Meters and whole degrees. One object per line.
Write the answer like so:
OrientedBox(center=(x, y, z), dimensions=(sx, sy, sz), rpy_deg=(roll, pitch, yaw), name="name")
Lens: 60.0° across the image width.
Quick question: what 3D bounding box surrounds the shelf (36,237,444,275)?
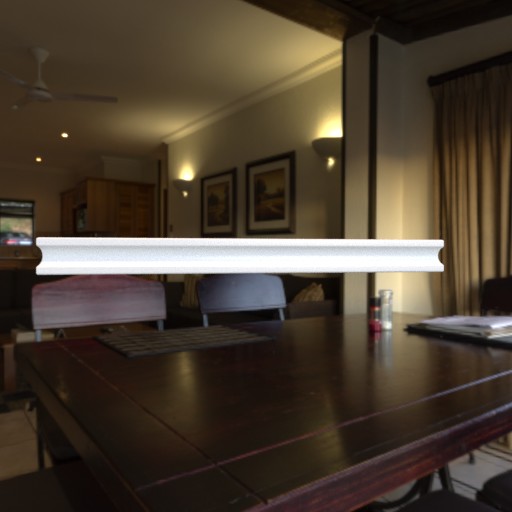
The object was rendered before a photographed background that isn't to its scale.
OrientedBox(center=(0.000, 0.000, 0.449), dimensions=(0.296, 0.035, 0.296), rpy_deg=(0, 0, 35), name="shelf")
